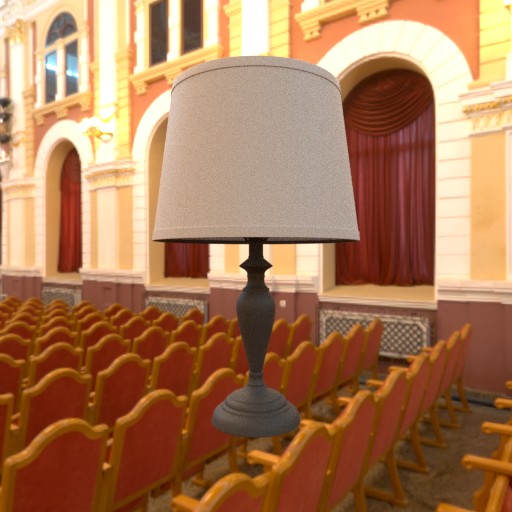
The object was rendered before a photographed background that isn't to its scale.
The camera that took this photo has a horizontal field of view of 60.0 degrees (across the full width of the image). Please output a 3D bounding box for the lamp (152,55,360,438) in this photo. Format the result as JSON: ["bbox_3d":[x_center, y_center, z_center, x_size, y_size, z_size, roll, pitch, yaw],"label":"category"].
[{"bbox_3d":[0.000,0.000,0.679,0.310,0.501,0.310,0,0,0],"label":"lamp"}]
